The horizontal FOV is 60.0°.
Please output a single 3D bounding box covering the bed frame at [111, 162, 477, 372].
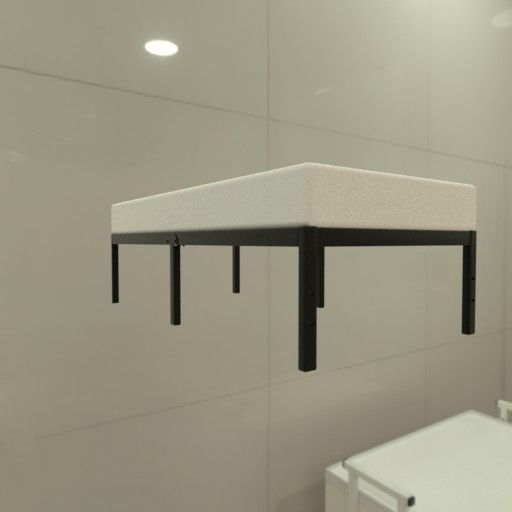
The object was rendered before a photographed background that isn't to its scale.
[{"bbox_3d":[0.000,0.000,2.456,1.023,0.659,1.950,-1,2,-35],"label":"bed frame"}]
